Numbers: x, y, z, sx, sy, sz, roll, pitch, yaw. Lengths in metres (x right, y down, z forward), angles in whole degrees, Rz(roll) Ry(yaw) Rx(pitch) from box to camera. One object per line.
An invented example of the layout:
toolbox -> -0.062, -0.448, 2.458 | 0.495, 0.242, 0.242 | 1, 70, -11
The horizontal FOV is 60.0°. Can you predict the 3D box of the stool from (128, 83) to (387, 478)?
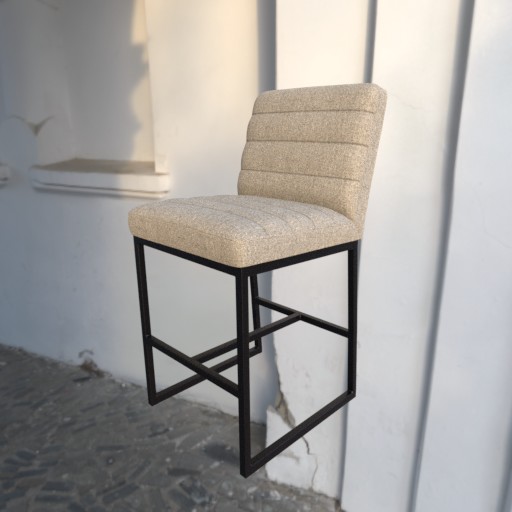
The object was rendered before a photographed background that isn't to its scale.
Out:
stool -> 0.000, 0.000, 1.273 | 0.460, 0.940, 0.560 | 15, 22, 43
